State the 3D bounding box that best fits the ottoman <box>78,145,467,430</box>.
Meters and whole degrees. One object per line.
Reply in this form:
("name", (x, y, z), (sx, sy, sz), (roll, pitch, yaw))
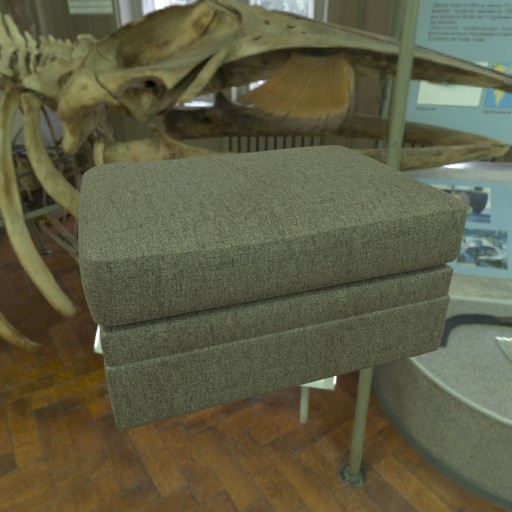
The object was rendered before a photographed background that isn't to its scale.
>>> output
("ottoman", (0.000, 0.000, 1.235), (0.885, 0.478, 0.637), (-9, 28, -17))
